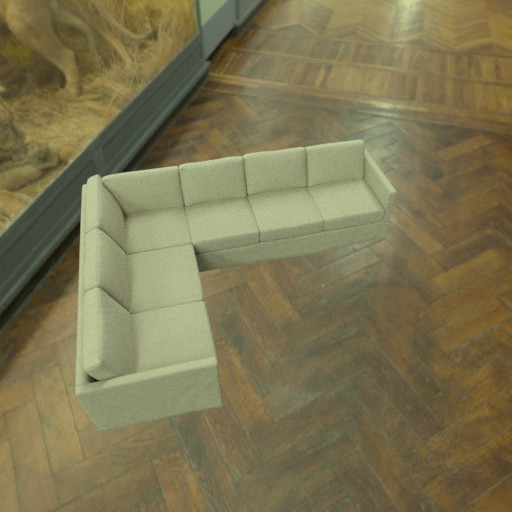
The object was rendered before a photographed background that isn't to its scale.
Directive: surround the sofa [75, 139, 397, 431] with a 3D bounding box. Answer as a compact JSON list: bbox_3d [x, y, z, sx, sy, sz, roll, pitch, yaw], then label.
[{"bbox_3d":[0.000,0.000,4.298,3.182,0.871,2.432,-10,48,-9],"label":"sofa"}]
